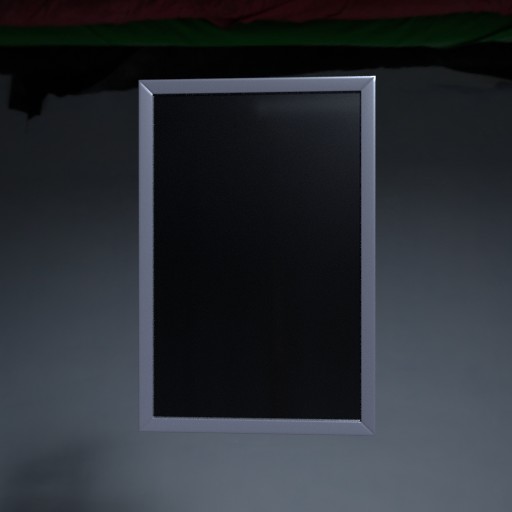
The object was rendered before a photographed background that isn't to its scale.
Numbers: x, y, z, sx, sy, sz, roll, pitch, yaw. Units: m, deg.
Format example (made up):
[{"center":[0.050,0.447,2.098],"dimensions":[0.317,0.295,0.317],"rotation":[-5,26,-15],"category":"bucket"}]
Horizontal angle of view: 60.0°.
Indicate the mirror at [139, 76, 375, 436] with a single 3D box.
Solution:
[{"center":[0.000,0.000,1.160],"dimensions":[0.609,0.915,0.040],"rotation":[0,0,3],"category":"mirror"}]
